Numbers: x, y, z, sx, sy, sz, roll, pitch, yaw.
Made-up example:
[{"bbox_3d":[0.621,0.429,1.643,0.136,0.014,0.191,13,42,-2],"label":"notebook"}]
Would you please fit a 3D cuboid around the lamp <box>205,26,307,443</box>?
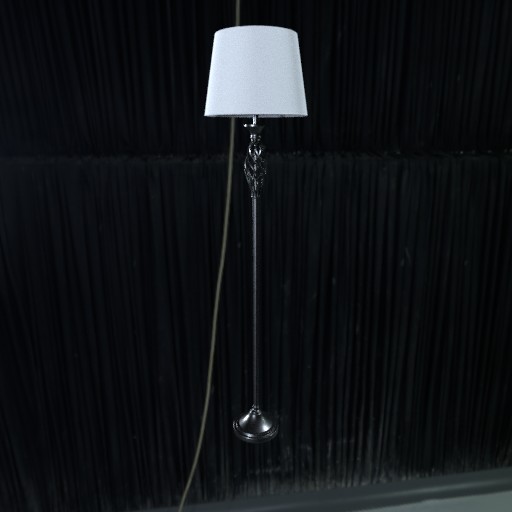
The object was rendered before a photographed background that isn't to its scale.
[{"bbox_3d":[0.000,0.000,1.788,0.379,1.623,0.379,0,16,0],"label":"lamp"}]
